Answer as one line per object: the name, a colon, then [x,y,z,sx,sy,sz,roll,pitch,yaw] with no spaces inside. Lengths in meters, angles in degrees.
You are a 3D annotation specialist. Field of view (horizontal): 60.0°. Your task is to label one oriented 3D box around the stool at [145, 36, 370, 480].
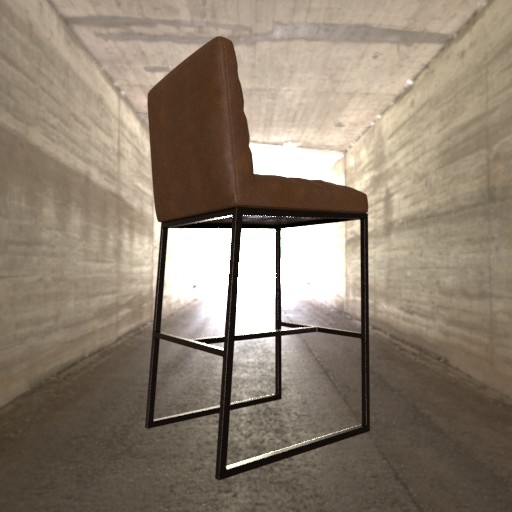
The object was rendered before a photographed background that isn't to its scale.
stool: [0.000,0.000,1.380,0.562,1.065,0.463,1,-2,-36]
